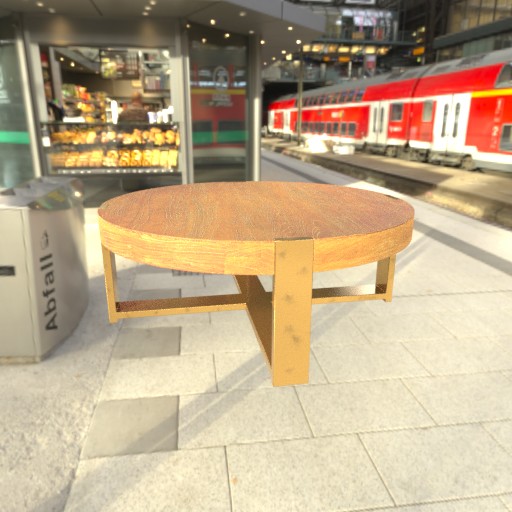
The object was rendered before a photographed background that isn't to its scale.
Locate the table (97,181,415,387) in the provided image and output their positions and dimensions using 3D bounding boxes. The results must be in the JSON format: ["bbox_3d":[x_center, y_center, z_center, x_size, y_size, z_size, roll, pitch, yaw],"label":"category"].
[{"bbox_3d":[0.000,0.000,1.691,1.100,0.420,1.100,0,17,0],"label":"table"}]
